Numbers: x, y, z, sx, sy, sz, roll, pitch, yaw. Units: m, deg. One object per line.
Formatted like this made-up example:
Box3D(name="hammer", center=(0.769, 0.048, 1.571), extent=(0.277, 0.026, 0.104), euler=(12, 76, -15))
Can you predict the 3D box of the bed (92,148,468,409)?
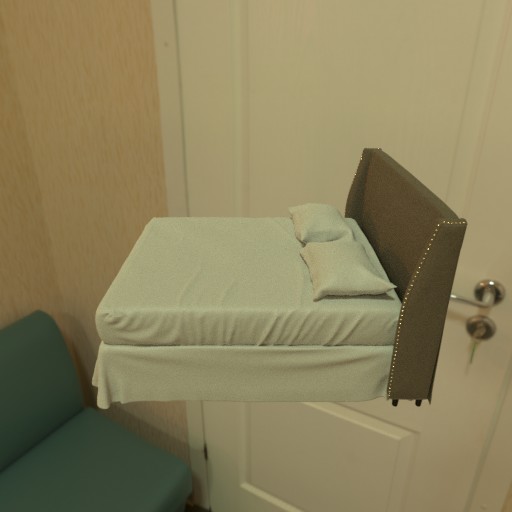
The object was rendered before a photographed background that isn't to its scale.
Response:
Box3D(name="bed", center=(0.000, 0.000, 3.470), extent=(2.276, 1.332, 1.925), euler=(0, 26, 0))
